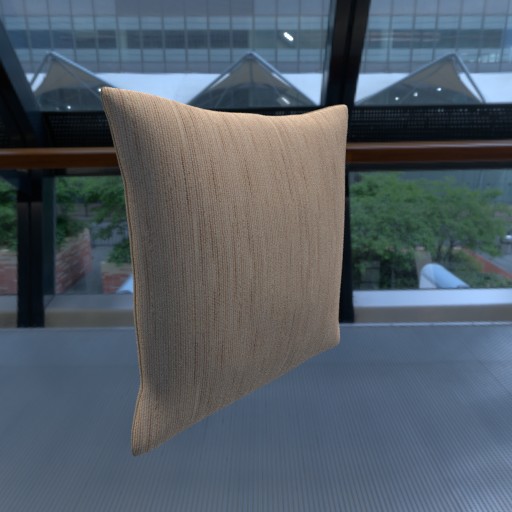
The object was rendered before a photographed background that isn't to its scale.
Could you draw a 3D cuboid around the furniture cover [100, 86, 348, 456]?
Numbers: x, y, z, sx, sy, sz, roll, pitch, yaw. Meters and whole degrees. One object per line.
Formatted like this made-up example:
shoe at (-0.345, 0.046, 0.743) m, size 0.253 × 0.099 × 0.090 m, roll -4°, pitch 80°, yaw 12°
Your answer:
furniture cover at (0.000, 0.000, 0.750) m, size 0.178 × 0.506 × 0.512 m, roll 15°, pitch 22°, yaw 43°
